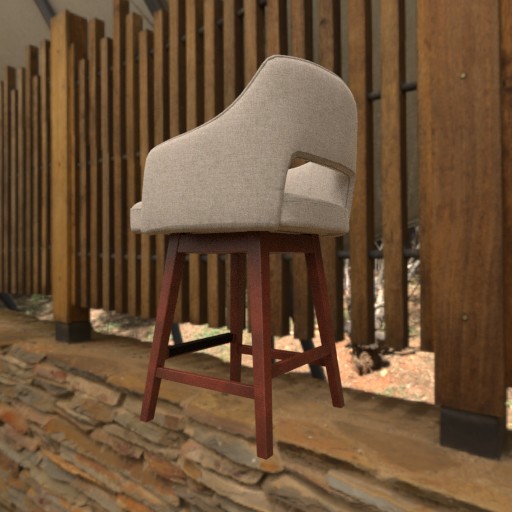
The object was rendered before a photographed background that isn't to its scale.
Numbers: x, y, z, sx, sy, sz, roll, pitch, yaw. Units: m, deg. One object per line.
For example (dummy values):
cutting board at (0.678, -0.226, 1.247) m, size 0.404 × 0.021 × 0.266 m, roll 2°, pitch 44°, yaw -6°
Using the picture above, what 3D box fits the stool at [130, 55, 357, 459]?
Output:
stool at (0.000, 0.000, 1.314) m, size 0.558 × 0.944 × 0.599 m, roll 0°, pitch 0°, yaw 35°
